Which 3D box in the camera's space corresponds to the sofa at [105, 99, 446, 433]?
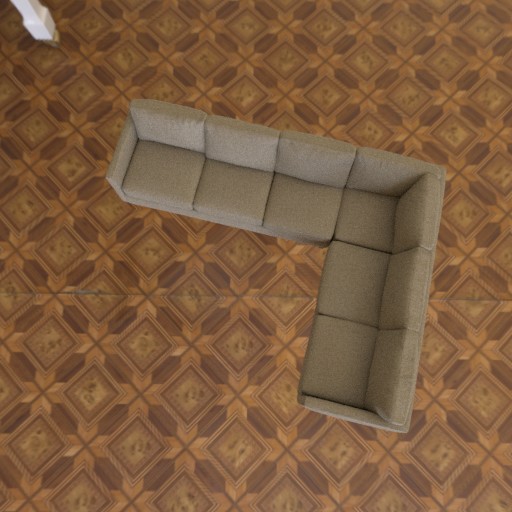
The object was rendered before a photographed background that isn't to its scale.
[{"bbox_3d":[0.000,0.000,4.399,3.302,0.947,2.593,13,75,4],"label":"sofa"}]
